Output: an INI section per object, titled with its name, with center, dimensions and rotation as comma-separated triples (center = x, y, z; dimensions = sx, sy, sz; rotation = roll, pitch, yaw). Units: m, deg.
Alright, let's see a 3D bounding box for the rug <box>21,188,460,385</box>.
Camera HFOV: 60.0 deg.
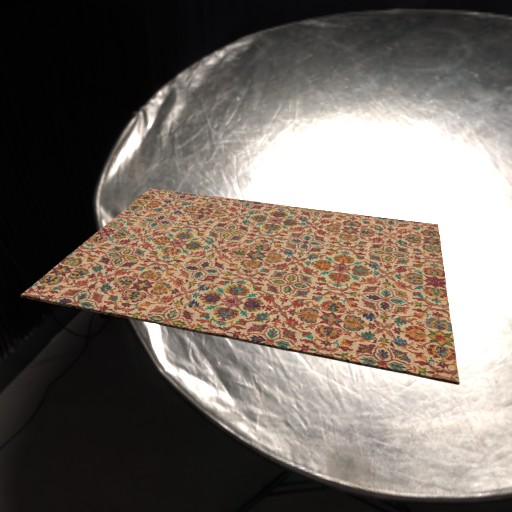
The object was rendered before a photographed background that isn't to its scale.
[rug]
center = 0.000, 0.000, 2.829
dimensions = 2.297, 0.018, 1.541
rotation = 9, 33, 13
